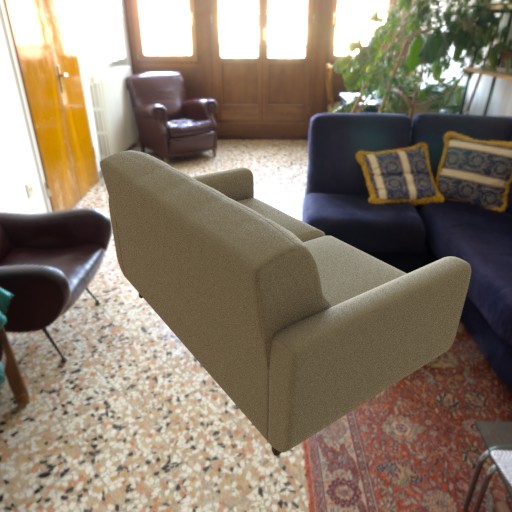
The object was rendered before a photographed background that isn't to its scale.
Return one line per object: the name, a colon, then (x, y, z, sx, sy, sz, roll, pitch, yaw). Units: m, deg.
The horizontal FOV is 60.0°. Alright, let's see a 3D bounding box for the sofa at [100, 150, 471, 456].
sofa: (0.000, 0.000, 2.180, 0.980, 0.892, 1.655, -18, 33, -31)
